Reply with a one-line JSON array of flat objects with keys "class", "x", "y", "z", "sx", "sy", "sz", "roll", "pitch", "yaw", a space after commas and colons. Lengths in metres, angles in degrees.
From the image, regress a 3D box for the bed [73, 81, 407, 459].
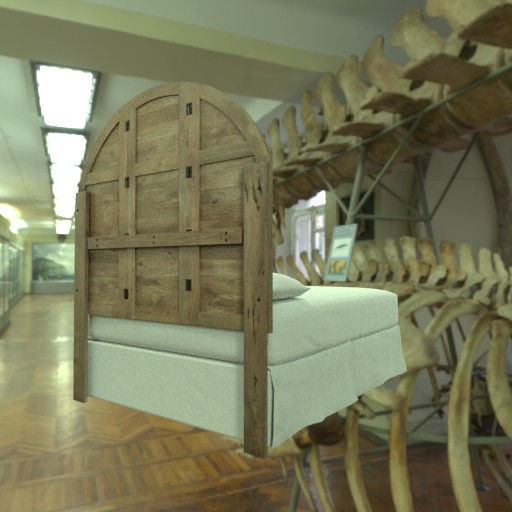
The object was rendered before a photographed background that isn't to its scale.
[{"class": "bed", "x": 0.000, "y": 0.000, "z": 3.469, "sx": 1.713, "sy": 2.002, "sz": 2.112, "roll": -1, "pitch": -2, "yaw": 36}]
